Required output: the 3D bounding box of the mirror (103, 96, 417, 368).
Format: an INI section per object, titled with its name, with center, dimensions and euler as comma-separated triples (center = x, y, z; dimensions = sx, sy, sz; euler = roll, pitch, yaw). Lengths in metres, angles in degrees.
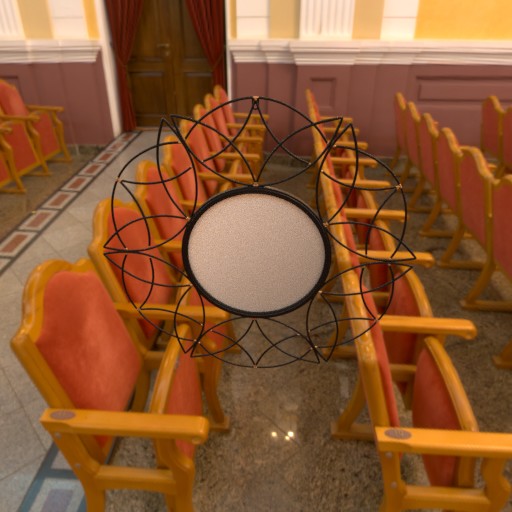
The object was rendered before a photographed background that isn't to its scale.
[mirror]
center = 0.000, 0.000, 1.130
dimensions = 0.797, 0.775, 0.028
euler = 2, 30, 3
